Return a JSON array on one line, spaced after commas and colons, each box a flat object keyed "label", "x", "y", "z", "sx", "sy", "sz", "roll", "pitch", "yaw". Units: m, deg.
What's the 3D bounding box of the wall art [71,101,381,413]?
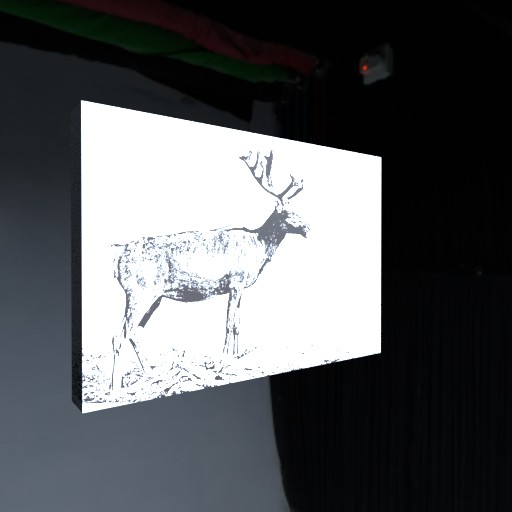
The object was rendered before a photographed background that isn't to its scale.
[{"label": "wall art", "x": 0.000, "y": 0.000, "z": 0.493, "sx": 0.381, "sy": 0.259, "sz": 0.038, "roll": 0, "pitch": 1, "yaw": -35}]
